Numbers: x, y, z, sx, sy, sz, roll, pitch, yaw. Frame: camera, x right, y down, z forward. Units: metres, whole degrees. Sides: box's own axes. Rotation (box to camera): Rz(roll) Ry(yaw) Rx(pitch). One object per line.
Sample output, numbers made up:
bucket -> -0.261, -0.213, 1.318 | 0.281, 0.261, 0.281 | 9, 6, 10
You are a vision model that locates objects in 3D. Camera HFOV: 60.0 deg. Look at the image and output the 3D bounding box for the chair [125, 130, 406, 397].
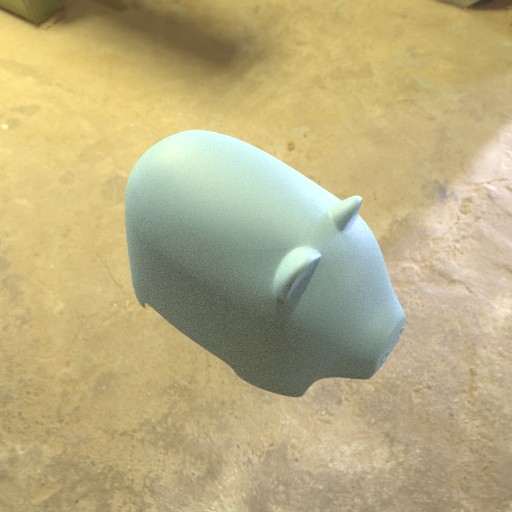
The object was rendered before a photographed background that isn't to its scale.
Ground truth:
chair -> 0.000, 0.000, 0.882 | 0.619, 0.423, 0.364 | 33, 64, 19
